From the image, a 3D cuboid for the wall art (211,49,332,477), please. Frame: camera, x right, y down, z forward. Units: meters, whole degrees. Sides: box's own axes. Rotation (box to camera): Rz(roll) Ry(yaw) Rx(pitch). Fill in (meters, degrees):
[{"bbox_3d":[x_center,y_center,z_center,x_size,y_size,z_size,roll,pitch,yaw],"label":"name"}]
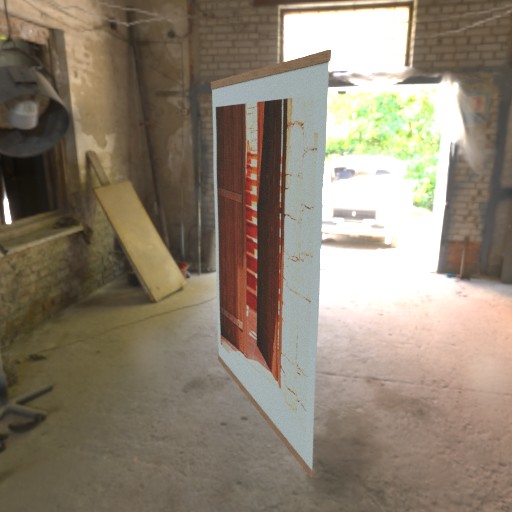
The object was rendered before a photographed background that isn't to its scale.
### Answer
[{"bbox_3d":[0.000,0.000,1.955,0.019,1.527,1.019,-7,17,-24],"label":"wall art"}]
